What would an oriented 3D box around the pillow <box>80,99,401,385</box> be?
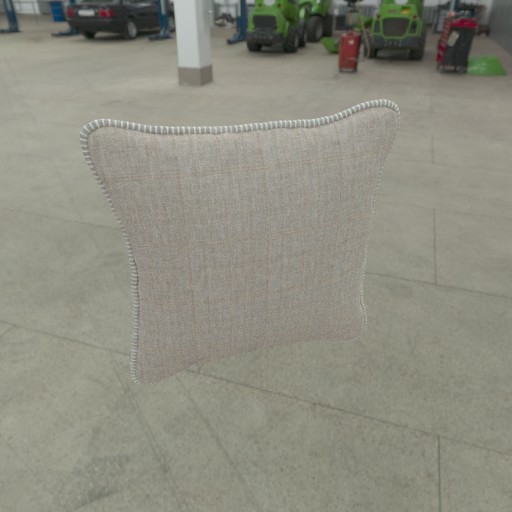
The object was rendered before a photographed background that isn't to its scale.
[{"bbox_3d":[0.000,0.000,0.760,0.485,0.494,0.124,-9,33,-14],"label":"pillow"}]
